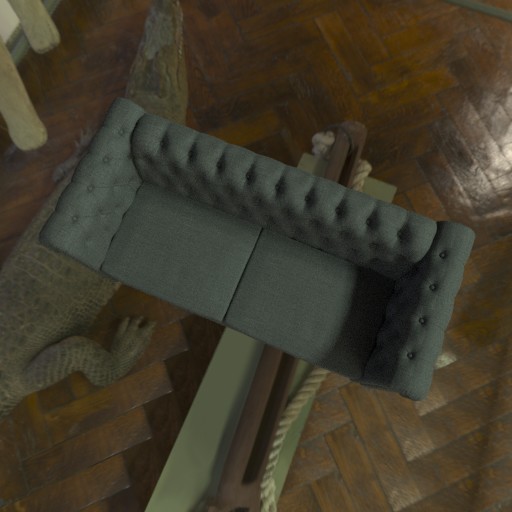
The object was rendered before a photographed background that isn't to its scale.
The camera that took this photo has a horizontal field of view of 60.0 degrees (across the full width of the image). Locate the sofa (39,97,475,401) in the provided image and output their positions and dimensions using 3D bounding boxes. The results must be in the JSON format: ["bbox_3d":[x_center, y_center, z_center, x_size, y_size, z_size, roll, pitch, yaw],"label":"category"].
[{"bbox_3d":[0.000,0.000,2.269,1.798,0.797,0.783,22,77,5],"label":"sofa"}]
